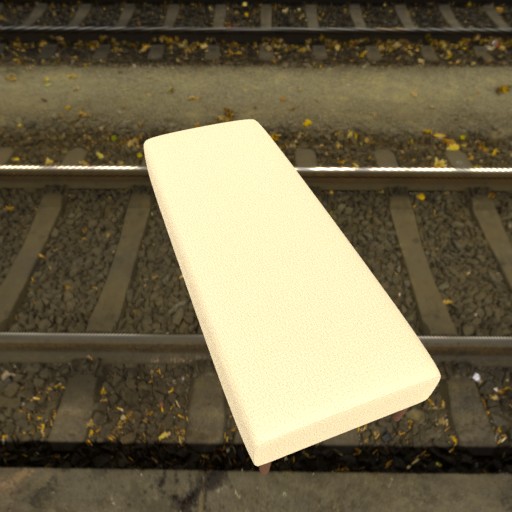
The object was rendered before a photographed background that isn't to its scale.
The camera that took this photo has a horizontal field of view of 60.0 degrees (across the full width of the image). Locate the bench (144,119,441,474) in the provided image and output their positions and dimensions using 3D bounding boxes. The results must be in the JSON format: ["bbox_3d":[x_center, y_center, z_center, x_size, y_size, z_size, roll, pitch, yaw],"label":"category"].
[{"bbox_3d":[0.000,0.000,1.887,0.646,0.393,1.609,-15,48,-14],"label":"bench"}]
